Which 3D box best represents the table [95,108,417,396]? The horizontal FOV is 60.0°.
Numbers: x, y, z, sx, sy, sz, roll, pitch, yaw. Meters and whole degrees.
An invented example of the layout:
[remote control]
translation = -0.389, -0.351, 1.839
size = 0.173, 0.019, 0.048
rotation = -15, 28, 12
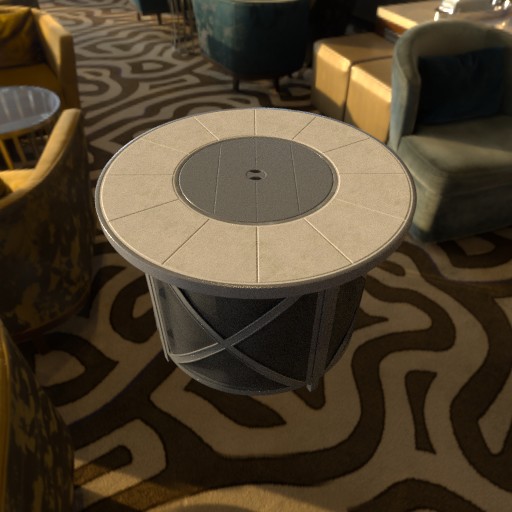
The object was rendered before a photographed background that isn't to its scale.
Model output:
[table]
translation = 0.000, 0.000, 1.523
size = 0.914, 0.650, 0.914
rotation = 0, 43, 0
